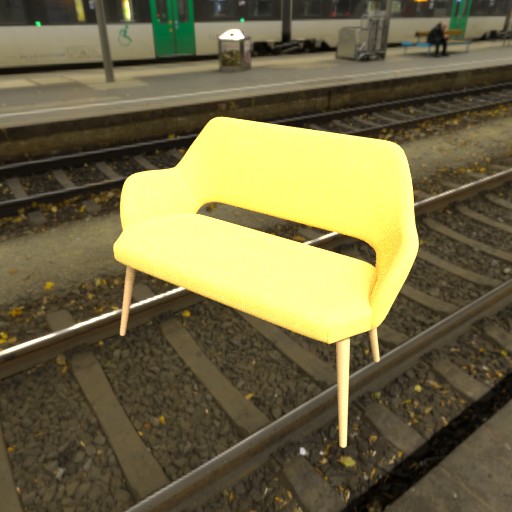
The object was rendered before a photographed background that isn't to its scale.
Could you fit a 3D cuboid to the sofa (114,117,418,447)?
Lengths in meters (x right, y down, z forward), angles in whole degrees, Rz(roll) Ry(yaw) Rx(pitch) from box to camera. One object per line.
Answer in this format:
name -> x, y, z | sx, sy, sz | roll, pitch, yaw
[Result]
sofa -> 0.000, 0.000, 1.664 | 1.150, 0.840, 0.610 | 18, 34, 28
